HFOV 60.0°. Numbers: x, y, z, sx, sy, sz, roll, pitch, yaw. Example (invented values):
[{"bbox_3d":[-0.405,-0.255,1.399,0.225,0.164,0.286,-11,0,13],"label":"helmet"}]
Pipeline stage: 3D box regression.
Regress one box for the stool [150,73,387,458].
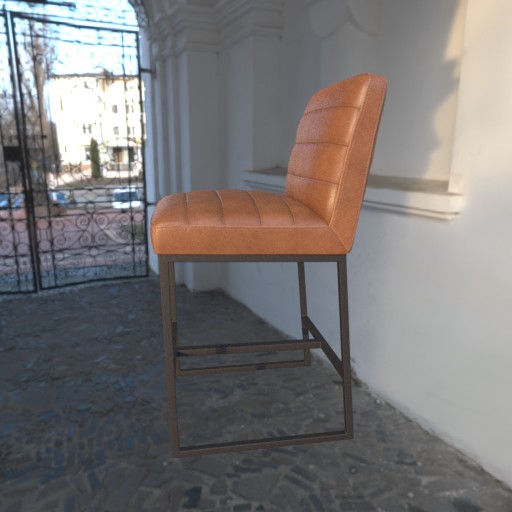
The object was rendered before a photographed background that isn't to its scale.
[{"bbox_3d":[0.000,0.000,1.268,0.556,0.940,0.458,-2,14,-9],"label":"stool"}]
